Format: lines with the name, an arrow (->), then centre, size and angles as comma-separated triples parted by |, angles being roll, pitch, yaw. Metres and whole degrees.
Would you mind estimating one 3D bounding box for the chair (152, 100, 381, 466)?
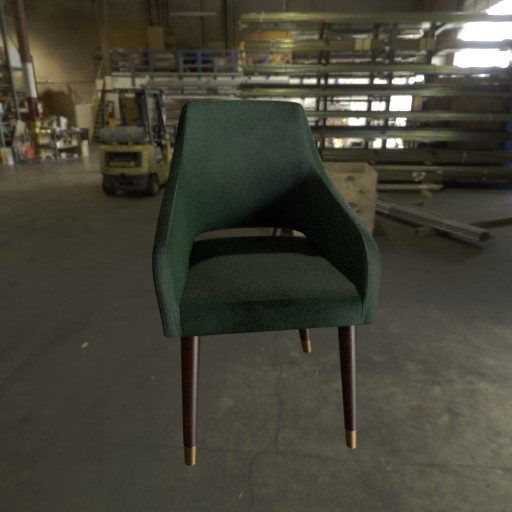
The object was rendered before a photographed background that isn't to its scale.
chair -> 0.000, 0.000, 1.606 | 0.683, 1.081, 0.794 | -3, 19, -8
